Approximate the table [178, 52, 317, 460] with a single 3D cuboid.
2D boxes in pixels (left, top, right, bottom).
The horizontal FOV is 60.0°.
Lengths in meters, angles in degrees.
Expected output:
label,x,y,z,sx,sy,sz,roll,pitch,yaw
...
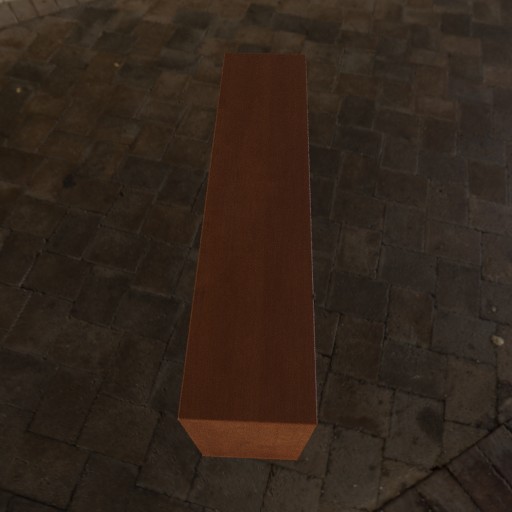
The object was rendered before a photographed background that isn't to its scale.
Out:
label,x,y,z,sx,sy,sz,roll,pitch,yaw
table,0.000,0.000,1.507,0.308,0.698,1.220,2,58,1
